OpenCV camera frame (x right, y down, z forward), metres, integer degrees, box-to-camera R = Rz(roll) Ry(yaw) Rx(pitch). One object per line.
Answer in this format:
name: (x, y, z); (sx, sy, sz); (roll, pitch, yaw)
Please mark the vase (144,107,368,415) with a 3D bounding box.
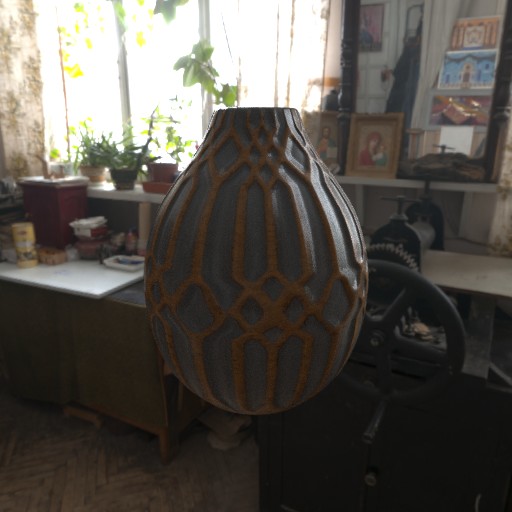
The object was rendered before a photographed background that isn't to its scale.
vase: (0.000, 0.000, 0.138); (0.069, 0.088, 0.069); (0, 17, 0)
